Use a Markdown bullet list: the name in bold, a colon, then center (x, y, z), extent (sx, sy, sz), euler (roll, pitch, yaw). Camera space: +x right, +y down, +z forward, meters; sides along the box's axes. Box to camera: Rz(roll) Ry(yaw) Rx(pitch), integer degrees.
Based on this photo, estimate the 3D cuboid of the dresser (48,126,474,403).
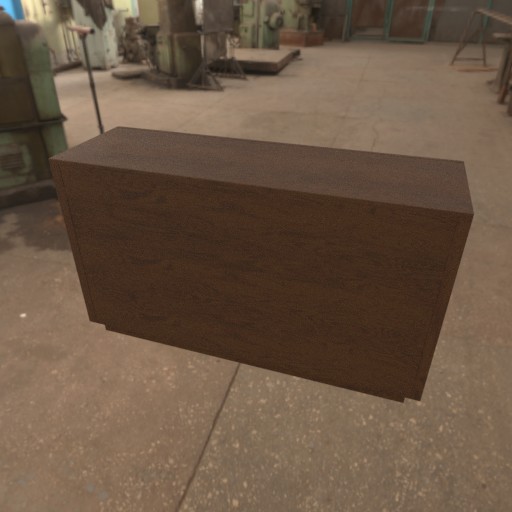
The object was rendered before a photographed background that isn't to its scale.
- **dresser**: center (0.000, 0.000, 1.948), extent (1.523, 0.889, 0.512), euler (10, 33, 16)
